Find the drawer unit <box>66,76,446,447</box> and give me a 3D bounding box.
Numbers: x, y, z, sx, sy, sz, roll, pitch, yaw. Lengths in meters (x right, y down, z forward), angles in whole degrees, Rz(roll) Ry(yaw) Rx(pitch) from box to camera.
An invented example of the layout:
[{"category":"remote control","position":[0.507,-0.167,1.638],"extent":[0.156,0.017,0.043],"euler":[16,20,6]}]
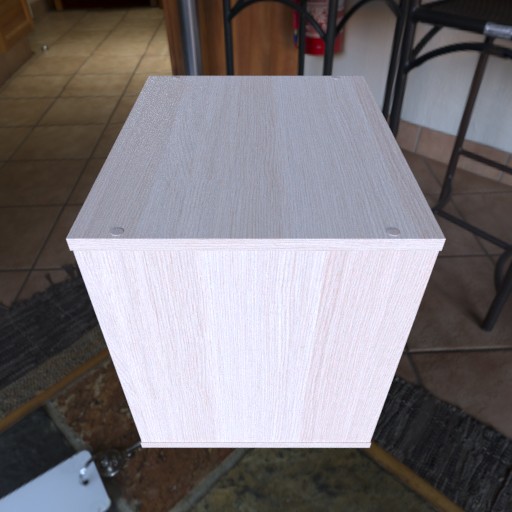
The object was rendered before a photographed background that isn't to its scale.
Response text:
[{"category":"drawer unit","position":[0.000,0.000,0.582],"extent":[0.290,0.344,0.349],"euler":[0,41,0]}]
